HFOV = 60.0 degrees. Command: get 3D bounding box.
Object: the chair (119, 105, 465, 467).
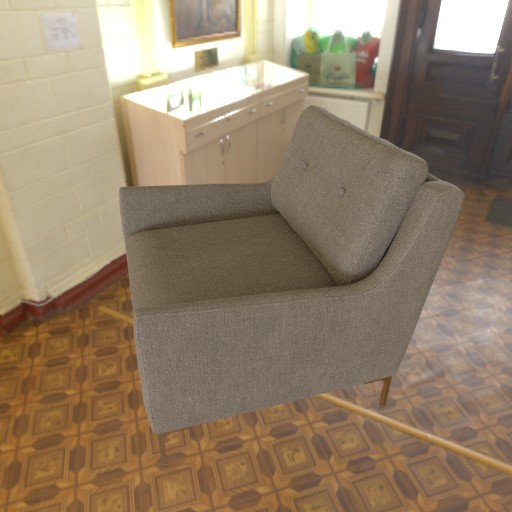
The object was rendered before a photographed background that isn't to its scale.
[{"bbox_3d":[0.000,0.000,1.498,0.849,0.828,0.847,-9,32,-15],"label":"chair"}]
